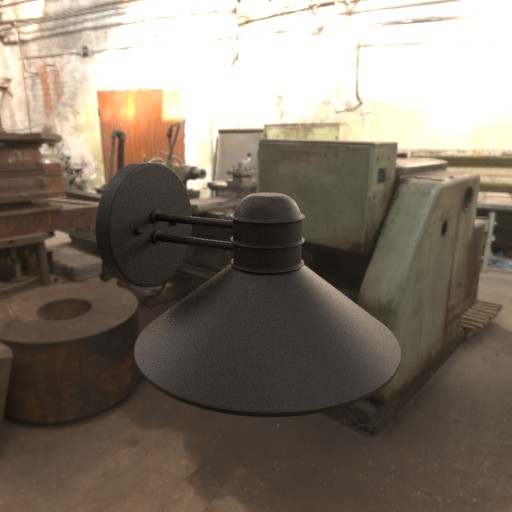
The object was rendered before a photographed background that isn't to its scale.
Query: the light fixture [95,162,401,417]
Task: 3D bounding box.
[{"bbox_3d":[0.000,0.000,0.661,0.434,0.265,0.396,8,17,27],"label":"light fixture"}]
